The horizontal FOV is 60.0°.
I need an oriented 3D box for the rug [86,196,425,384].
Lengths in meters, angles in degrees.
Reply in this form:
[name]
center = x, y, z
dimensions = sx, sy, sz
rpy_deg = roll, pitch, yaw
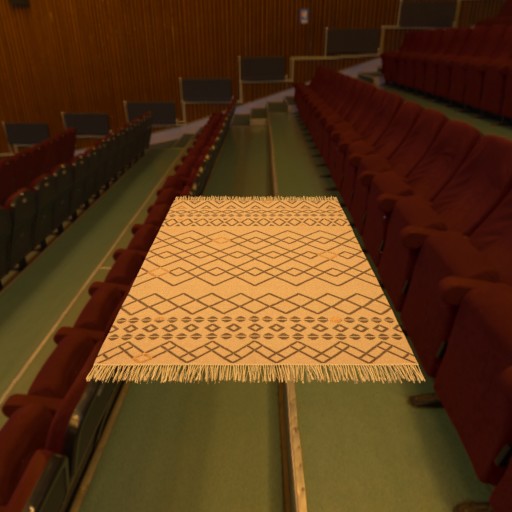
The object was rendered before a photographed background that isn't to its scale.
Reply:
[rug]
center = 0.000, 0.000, 2.478
dimensions = 1.224, 0.028, 2.023
rpy_deg = 0, 27, 0
